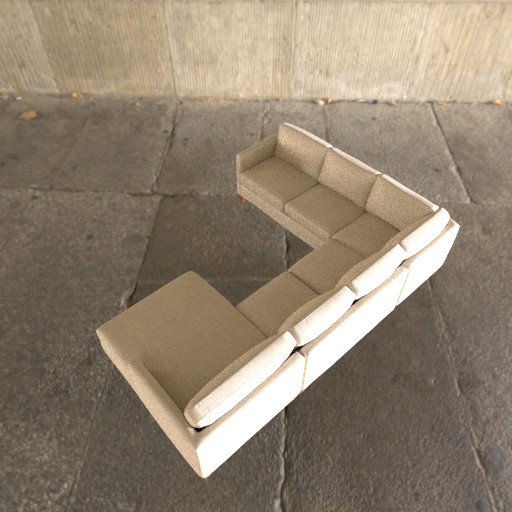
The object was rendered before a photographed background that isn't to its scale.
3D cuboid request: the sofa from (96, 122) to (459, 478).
[{"bbox_3d":[0.000,0.000,4.654,3.460,0.961,2.594,-33,55,-27],"label":"sofa"}]
